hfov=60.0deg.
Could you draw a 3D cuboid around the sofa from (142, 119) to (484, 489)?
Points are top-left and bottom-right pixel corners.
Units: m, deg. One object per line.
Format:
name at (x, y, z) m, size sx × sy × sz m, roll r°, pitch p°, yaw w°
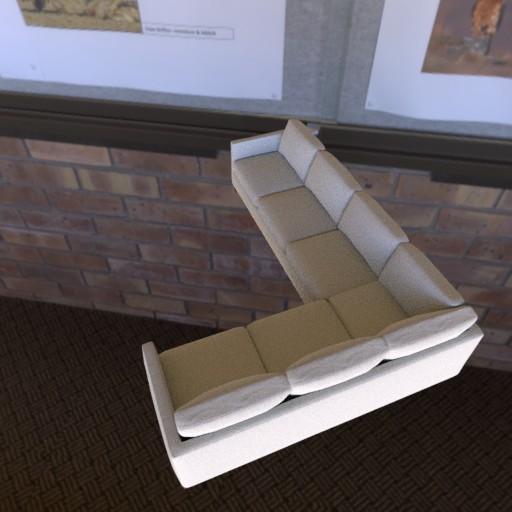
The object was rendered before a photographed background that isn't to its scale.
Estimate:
sofa at (0.000, 0.000, 4.308) m, size 2.522 × 0.934 × 3.333 m, roll -16°, pitch 49°, yaw -15°
